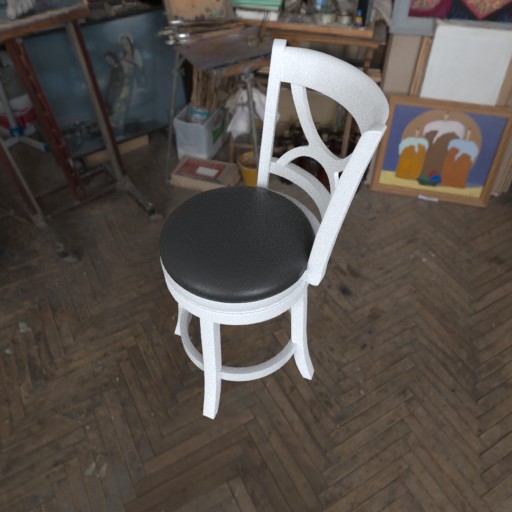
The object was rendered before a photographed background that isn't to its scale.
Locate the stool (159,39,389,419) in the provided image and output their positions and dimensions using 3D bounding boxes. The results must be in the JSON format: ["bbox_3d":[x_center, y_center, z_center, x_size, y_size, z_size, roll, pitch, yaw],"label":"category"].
[{"bbox_3d":[0.000,0.000,1.220,0.508,0.953,0.444,-17,50,-16],"label":"stool"}]
